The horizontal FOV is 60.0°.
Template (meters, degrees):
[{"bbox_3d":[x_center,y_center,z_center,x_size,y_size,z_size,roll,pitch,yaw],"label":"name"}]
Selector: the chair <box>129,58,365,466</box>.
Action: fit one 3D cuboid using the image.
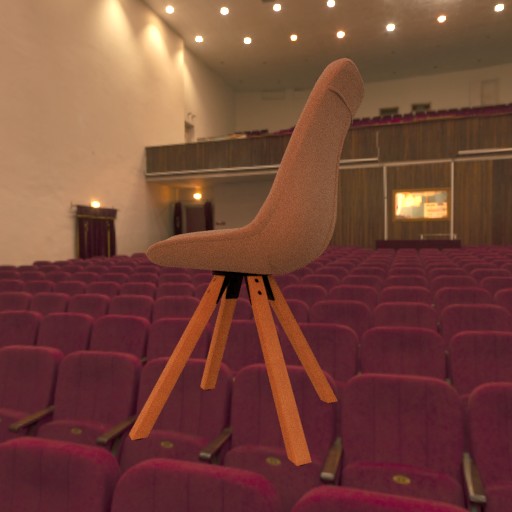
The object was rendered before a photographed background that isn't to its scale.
[{"bbox_3d":[0.000,0.000,1.164,0.549,0.863,0.474,0,1,19],"label":"chair"}]
